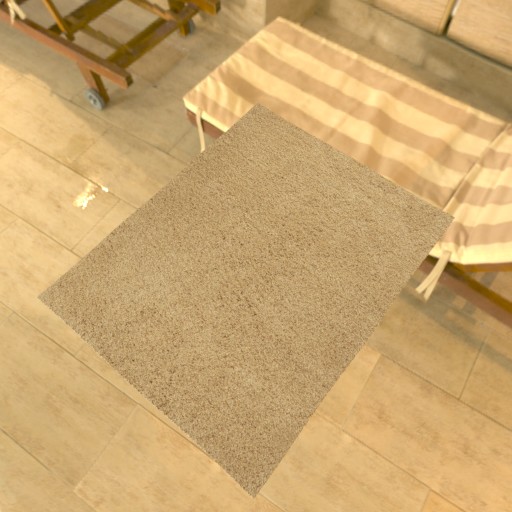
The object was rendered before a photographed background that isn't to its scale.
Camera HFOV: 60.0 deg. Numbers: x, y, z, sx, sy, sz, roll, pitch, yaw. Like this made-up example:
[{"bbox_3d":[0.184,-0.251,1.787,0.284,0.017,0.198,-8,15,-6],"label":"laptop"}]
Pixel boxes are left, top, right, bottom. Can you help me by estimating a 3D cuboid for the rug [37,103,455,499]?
[{"bbox_3d":[0.000,0.000,3.992,2.400,0.025,3.000,36,67,17],"label":"rug"}]
